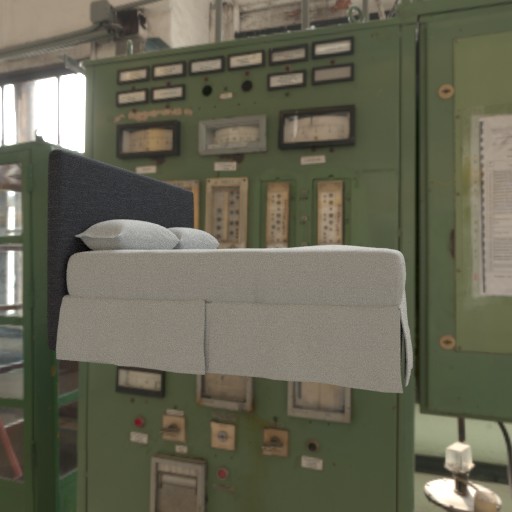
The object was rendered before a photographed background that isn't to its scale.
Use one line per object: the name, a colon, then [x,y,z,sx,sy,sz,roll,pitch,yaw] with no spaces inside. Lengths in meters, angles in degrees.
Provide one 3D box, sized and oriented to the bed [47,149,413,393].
bed: [0.000,0.000,3.234,2.142,1.330,1.884,0,-1,19]
